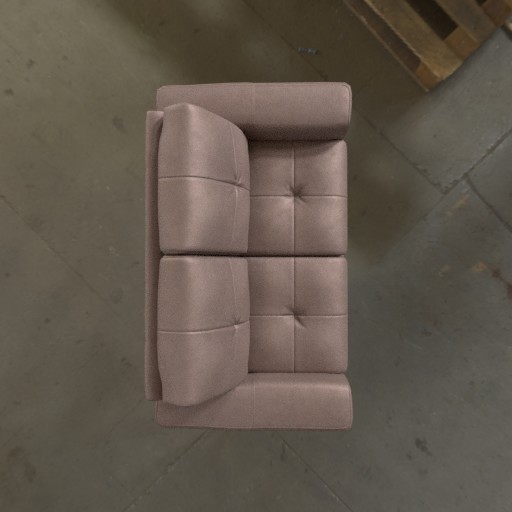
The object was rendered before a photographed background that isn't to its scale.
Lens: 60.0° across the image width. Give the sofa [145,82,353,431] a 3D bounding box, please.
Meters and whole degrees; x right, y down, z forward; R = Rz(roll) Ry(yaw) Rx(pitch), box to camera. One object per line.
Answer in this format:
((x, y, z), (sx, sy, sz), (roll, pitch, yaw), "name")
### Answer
((0.000, 0.000, 2.345), (1.018, 0.907, 1.806), (0, 89, 1), "sofa")
